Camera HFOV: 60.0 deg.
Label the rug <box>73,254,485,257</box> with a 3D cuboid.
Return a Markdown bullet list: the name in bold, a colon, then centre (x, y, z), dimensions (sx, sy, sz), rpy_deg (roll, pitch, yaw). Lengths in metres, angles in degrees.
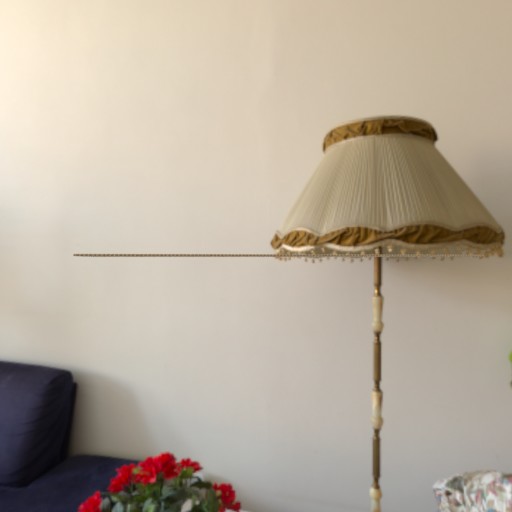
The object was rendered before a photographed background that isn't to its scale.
- **rug**: centre (0.000, 0.000, 4.200), dimensions (3.048, 0.013, 2.438), rpy_deg (0, 0, -18)
